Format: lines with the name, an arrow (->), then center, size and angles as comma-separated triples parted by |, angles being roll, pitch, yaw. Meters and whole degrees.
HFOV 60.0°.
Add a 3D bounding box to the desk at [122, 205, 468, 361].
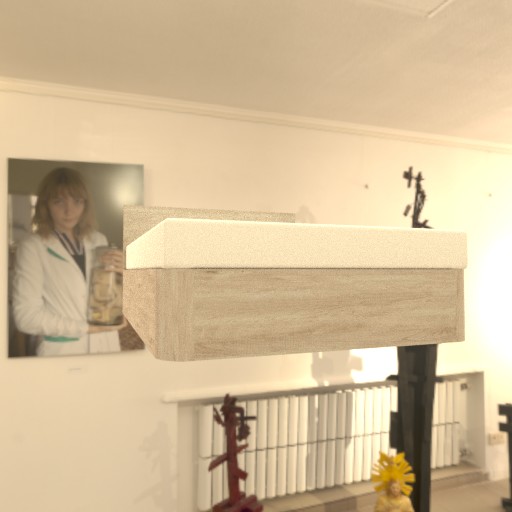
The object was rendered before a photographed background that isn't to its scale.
desk -> 0.000, 0.000, 2.637 | 1.400, 0.800, 1.900 | 1, -2, -20
